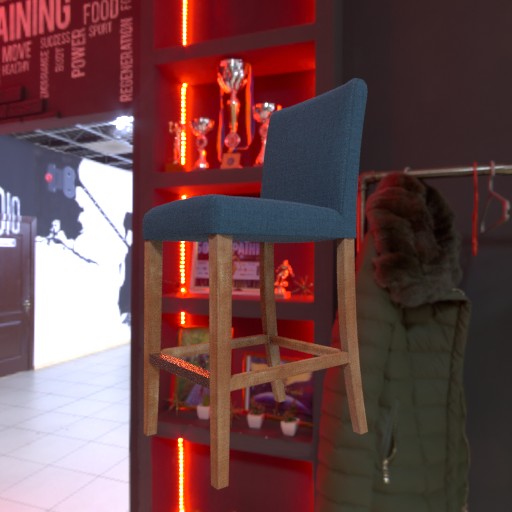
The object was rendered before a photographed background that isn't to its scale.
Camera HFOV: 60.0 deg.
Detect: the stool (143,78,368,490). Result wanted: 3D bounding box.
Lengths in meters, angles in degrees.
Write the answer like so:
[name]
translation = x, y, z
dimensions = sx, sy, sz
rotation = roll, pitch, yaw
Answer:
[stool]
translation = 0.000, 0.000, 1.360
dimensions = 0.574, 1.088, 0.454
rotation = 0, 0, -37
